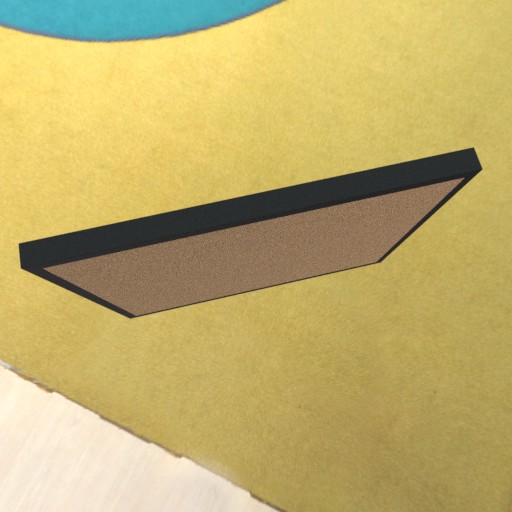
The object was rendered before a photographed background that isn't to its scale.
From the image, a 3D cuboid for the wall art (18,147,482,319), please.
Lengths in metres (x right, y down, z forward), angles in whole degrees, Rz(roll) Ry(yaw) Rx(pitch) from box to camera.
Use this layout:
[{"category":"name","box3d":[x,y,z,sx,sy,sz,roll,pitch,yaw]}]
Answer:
[{"category":"wall art","box3d":[0.000,0.000,0.742,0.554,0.454,0.030,-12,75,-3]}]
